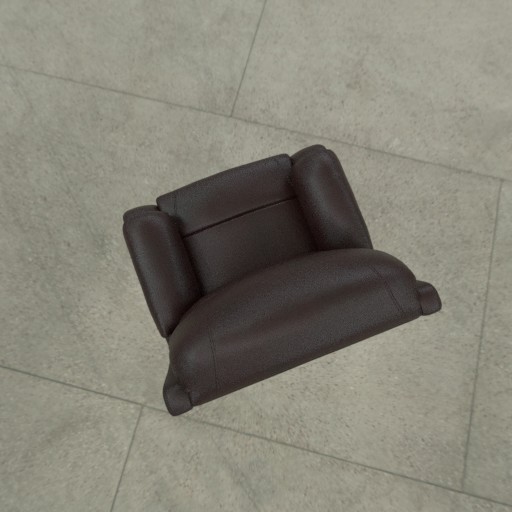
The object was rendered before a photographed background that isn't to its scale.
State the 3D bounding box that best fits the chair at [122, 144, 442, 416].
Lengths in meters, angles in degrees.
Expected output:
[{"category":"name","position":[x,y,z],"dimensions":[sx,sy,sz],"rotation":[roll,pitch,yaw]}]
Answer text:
[{"category":"chair","position":[0.000,0.000,1.767],"dimensions":[0.930,1.011,0.899],"rotation":[-20,76,-5]}]
